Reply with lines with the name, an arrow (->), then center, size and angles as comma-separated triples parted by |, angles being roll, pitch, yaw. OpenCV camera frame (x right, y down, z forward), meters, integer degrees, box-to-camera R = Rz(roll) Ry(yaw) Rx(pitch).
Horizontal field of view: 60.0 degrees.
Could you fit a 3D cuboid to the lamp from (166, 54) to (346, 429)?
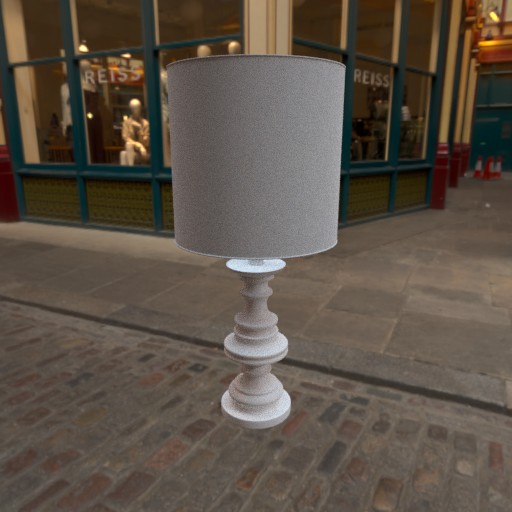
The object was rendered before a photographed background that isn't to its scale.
lamp -> 0.000, 0.000, 0.583 | 0.208, 0.455, 0.208 | 7, 17, 25
